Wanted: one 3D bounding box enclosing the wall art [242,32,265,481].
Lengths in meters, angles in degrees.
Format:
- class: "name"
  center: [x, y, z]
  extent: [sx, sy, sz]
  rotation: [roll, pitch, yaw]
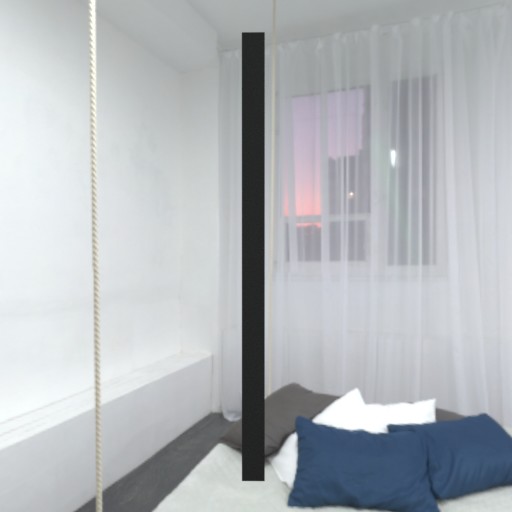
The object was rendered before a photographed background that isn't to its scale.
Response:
- class: "wall art"
  center: [0.000, 0.000, 0.541]
  extent: [0.019, 0.381, 0.330]
  rotation: [0, 1, 1]
